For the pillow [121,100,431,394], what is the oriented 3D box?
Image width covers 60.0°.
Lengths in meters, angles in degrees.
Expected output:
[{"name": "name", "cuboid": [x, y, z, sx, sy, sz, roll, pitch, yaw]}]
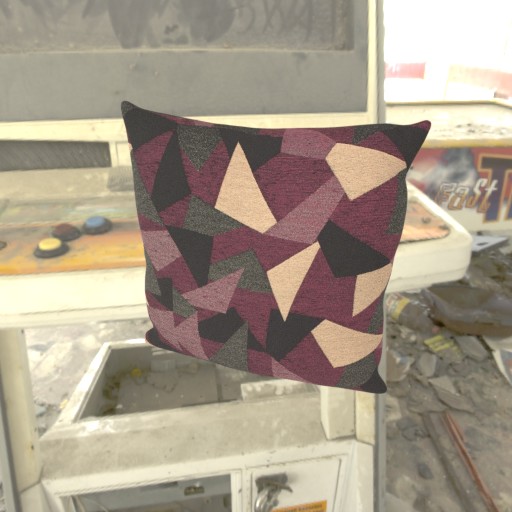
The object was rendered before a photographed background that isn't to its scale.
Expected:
[{"name": "pillow", "cuboid": [0.000, 0.000, 0.773, 0.503, 0.496, 0.208, 8, 27, 16]}]
